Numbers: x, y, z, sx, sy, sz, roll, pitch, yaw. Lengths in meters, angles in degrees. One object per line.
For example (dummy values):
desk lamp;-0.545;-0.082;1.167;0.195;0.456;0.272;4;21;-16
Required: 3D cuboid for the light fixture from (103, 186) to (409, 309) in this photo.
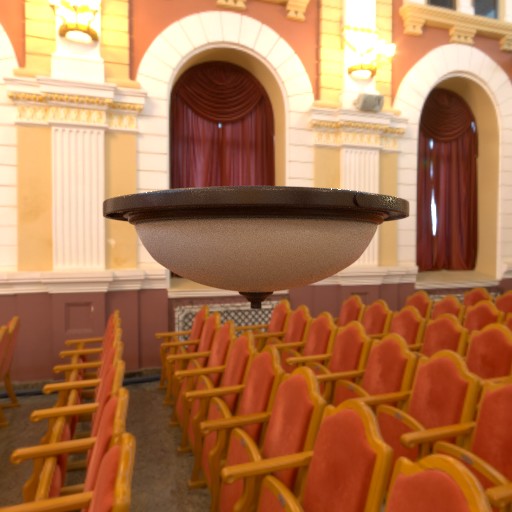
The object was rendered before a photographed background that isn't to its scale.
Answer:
light fixture;0.000;0.000;0.552;0.361;0.130;0.361;0;1;0
